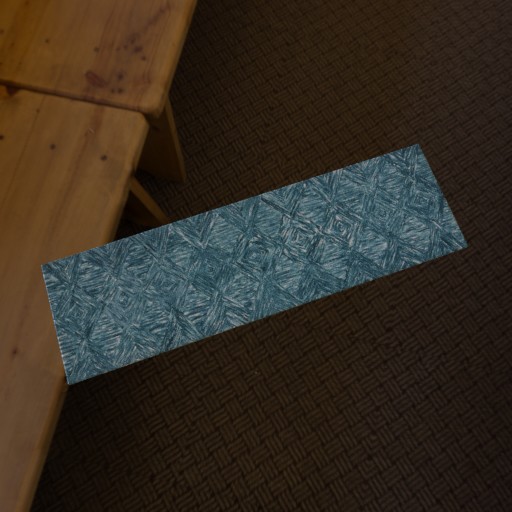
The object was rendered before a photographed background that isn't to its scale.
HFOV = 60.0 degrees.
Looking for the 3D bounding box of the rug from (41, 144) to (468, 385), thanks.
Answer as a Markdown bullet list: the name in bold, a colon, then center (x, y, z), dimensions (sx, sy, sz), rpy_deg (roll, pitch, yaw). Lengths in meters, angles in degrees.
- **rug**: center (0.000, 0.000, 2.472), dimensions (2.286, 0.016, 0.676), rpy_deg (-18, 76, -5)
